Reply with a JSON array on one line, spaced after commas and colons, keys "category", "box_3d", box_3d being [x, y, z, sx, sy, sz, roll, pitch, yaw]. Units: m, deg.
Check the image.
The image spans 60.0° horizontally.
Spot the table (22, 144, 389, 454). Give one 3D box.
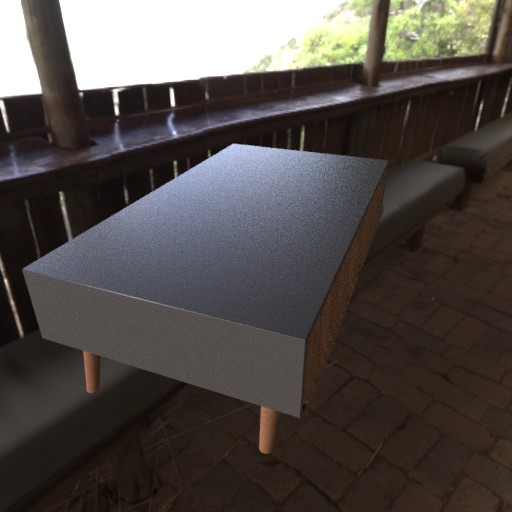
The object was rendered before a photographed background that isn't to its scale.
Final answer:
[{"category": "table", "box_3d": [0.000, 0.000, 1.510, 0.703, 0.404, 1.201, 11, 31, 19]}]
